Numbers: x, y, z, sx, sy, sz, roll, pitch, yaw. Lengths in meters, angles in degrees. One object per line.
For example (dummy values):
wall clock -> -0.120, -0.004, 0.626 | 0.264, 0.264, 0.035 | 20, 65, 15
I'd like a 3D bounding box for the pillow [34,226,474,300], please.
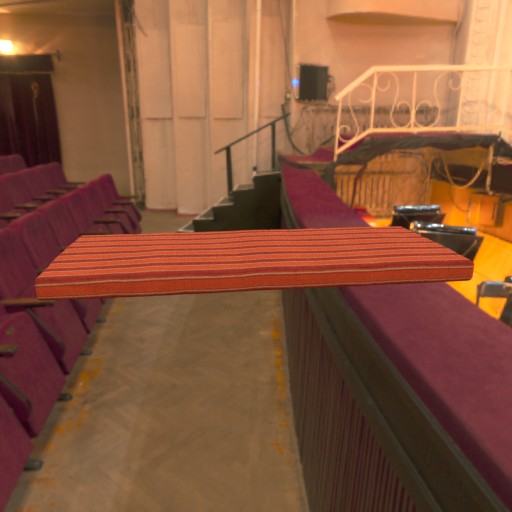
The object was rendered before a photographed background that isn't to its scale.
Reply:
pillow -> 0.000, 0.000, 1.367 | 1.187, 0.081, 0.492 | -2, 17, -7
